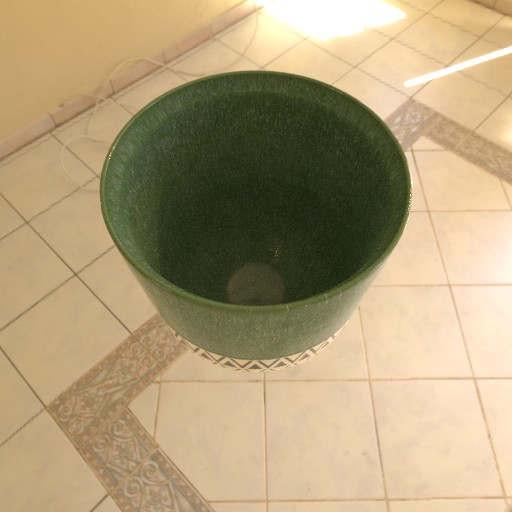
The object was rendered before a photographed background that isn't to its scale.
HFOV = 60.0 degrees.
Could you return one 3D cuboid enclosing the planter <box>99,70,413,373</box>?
[{"bbox_3d":[0.000,0.000,0.371,0.195,0.214,0.195,0,59,0],"label":"planter"}]
